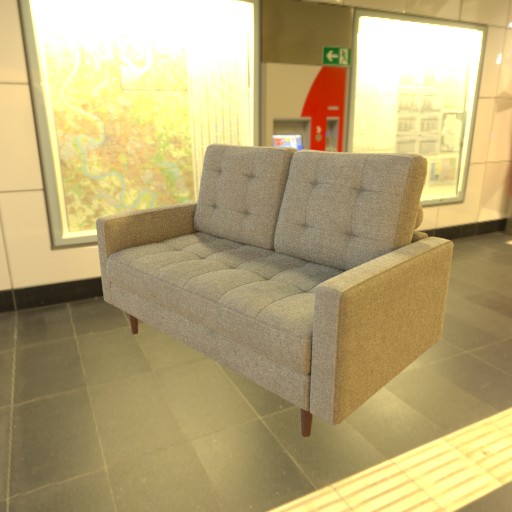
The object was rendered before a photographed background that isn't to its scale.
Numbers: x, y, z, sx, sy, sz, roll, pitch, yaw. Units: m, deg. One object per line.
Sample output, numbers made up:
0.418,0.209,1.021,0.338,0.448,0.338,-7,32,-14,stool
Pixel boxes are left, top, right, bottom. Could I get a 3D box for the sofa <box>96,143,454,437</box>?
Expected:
0.000,0.000,1.953,1.407,0.907,0.842,16,23,42,sofa
